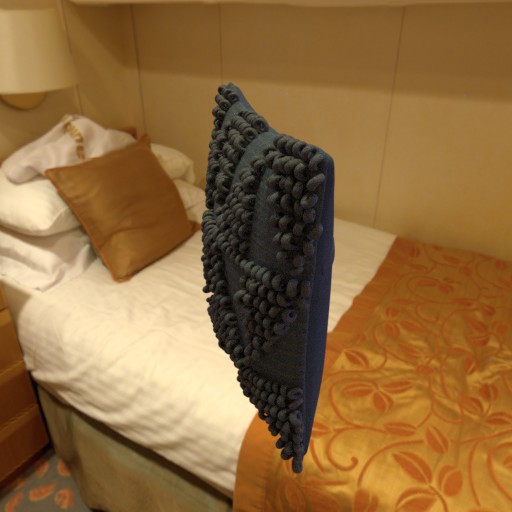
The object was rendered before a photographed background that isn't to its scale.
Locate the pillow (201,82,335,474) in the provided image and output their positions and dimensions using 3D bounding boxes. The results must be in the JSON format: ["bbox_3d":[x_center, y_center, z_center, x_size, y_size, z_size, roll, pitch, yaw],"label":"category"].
[{"bbox_3d":[0.000,0.000,0.708,0.172,0.466,0.469,-7,30,-13],"label":"pillow"}]
